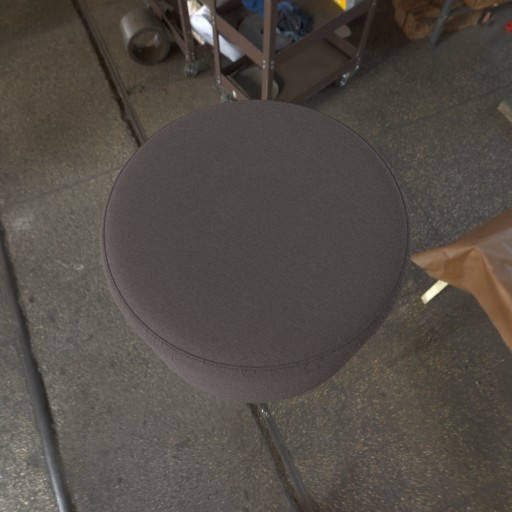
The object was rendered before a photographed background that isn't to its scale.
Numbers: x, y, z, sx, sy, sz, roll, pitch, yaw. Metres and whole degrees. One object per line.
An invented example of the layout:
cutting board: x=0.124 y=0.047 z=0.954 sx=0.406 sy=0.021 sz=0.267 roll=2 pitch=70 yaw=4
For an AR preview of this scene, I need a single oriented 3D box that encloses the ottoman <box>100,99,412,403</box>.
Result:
ottoman: x=0.000 y=0.000 z=1.012 sx=0.608 sy=0.433 sz=0.608 roll=0 pitch=65 yaw=0
